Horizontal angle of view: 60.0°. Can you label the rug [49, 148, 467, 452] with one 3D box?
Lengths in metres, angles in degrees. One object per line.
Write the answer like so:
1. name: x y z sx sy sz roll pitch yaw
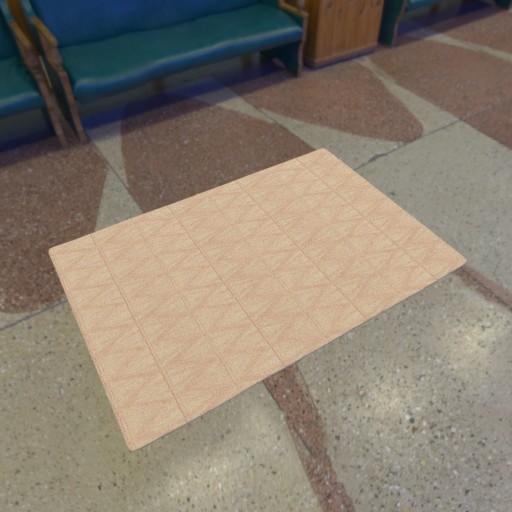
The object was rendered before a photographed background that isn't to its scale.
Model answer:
1. rug: 0.000 0.000 3.013 2.390 0.015 1.609 -24 51 -21
